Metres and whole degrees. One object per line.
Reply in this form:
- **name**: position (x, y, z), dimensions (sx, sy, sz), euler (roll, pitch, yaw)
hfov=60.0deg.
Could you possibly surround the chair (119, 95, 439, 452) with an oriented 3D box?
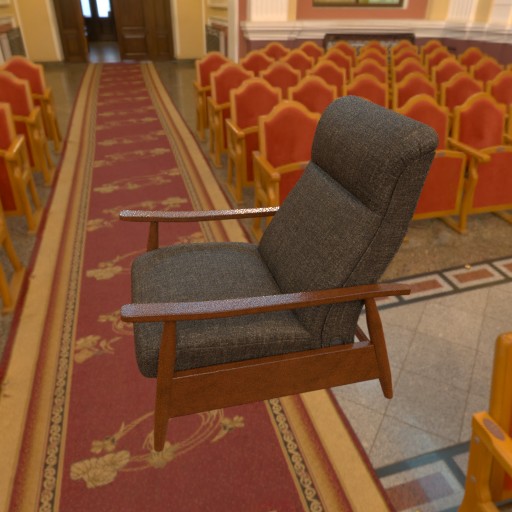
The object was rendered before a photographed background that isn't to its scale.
- **chair**: position (0.000, 0.000, 1.742), dimensions (1.014, 1.082, 0.762), euler (-8, 31, -13)
